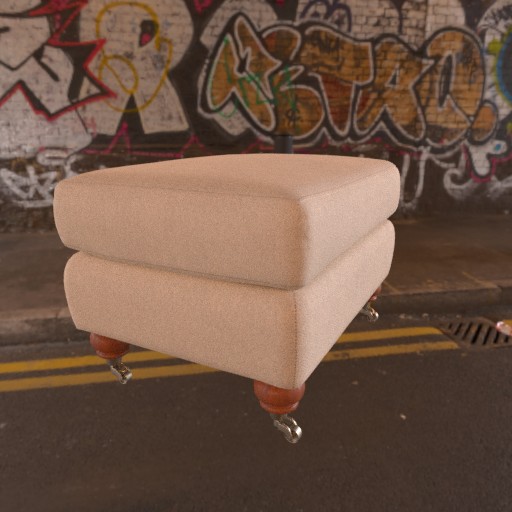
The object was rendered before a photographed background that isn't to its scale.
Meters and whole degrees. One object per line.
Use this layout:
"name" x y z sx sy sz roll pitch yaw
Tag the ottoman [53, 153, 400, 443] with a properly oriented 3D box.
"ottoman" 0.000 0.000 1.138 0.569 0.499 0.773 8 18 27
